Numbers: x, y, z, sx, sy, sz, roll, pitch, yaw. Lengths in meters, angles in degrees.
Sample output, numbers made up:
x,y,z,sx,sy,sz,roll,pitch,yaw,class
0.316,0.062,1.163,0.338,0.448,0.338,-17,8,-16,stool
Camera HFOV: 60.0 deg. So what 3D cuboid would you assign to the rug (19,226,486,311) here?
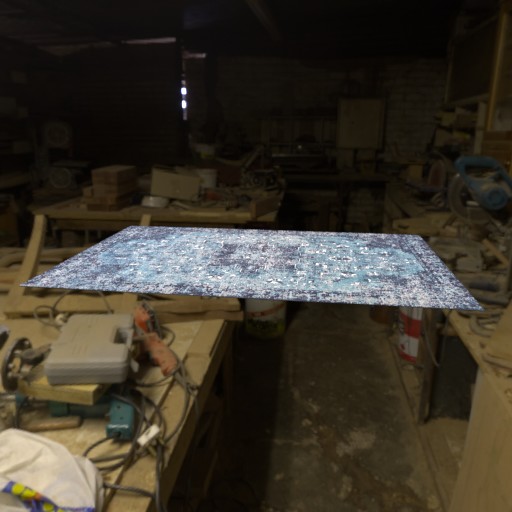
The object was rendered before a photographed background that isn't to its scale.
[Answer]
x,y,z,sx,sy,sz,roll,pitch,yaw,class
0.000,0.000,3.011,2.440,0.007,1.525,2,17,8,rug
